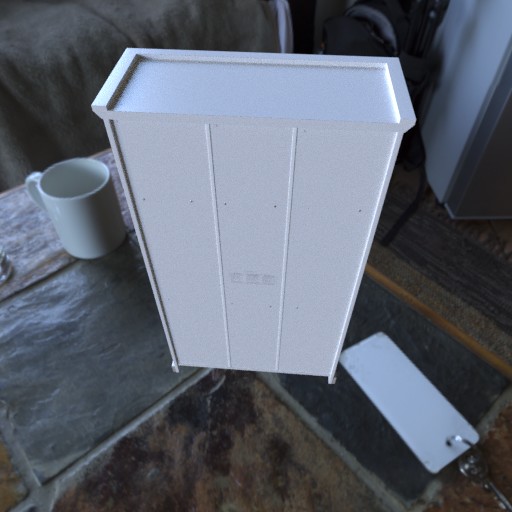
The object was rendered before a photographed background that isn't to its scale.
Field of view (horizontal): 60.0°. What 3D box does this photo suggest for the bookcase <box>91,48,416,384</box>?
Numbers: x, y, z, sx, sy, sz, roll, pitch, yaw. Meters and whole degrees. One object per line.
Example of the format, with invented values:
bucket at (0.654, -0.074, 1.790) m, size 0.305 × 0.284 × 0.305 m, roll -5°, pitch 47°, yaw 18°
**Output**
bookcase at (0.000, 0.000, 2.270) m, size 1.050 × 1.880 × 0.432 m, roll 3°, pitch 49°, yaw 3°
